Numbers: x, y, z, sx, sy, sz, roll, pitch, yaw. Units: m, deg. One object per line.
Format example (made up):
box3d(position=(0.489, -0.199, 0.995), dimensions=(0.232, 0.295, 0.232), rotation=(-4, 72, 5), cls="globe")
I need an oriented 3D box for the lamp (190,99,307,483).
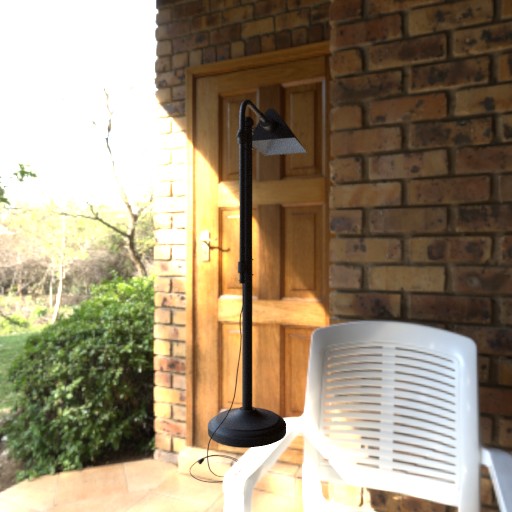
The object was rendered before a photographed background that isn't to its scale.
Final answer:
box3d(position=(0.000, 0.000, 0.952), dimensions=(0.159, 0.708, 0.545), rotation=(0, 0, 17), cls="lamp")
